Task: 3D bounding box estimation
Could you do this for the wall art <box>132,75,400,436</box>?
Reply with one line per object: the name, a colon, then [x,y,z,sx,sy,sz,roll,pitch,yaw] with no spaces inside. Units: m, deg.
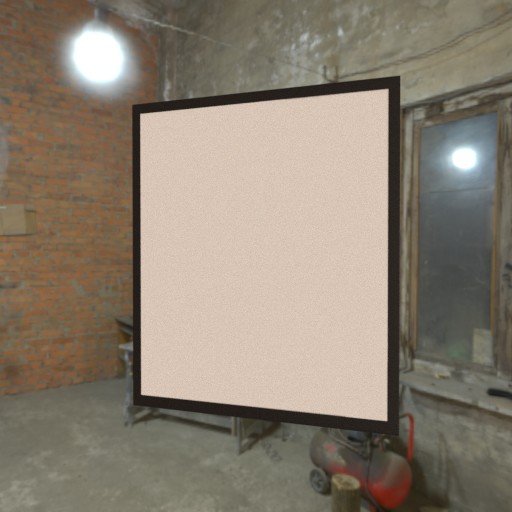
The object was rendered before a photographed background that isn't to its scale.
wall art: [0.000,0.000,0.698,0.430,0.509,0.021,0,1,17]
